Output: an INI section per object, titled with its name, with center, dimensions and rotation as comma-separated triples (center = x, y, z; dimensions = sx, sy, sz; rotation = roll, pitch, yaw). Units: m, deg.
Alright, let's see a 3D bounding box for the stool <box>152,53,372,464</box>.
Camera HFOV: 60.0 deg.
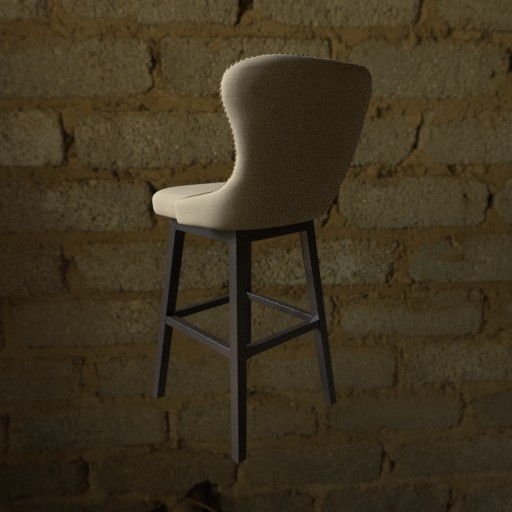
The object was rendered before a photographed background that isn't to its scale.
[stool]
center = 0.000, 0.000, 1.378
dimensions = 0.528, 1.066, 0.605
rotation = -13, 20, -41
